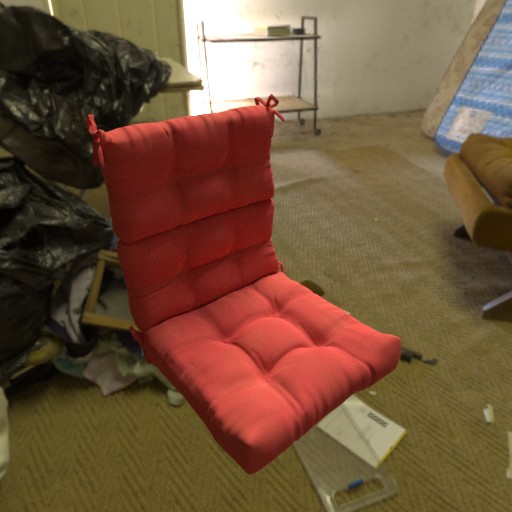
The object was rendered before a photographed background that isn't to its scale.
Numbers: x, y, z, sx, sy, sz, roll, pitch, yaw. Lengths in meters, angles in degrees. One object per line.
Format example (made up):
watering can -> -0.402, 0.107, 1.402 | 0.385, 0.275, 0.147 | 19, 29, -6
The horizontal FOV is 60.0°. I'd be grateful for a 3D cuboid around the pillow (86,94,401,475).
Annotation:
pillow -> 0.000, 0.000, 1.012 | 0.519, 0.605, 0.571 | -22, 37, -33
